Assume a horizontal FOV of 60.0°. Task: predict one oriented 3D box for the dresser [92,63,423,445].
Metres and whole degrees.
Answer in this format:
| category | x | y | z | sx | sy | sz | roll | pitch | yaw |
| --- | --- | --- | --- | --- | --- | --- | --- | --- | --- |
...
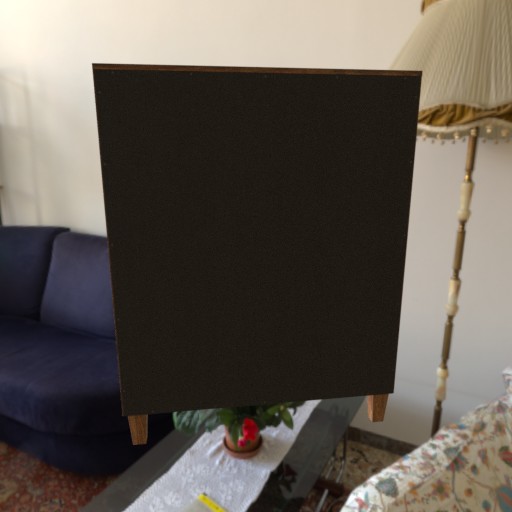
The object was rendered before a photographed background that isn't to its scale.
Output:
| category | x | y | z | sx | sy | sz | roll | pitch | yaw |
| --- | --- | --- | --- | --- | --- | --- | --- | --- | --- |
| dresser | 0.000 | 0.000 | 1.795 | 1.067 | 1.359 | 0.438 | -2 | 15 | -8 |
